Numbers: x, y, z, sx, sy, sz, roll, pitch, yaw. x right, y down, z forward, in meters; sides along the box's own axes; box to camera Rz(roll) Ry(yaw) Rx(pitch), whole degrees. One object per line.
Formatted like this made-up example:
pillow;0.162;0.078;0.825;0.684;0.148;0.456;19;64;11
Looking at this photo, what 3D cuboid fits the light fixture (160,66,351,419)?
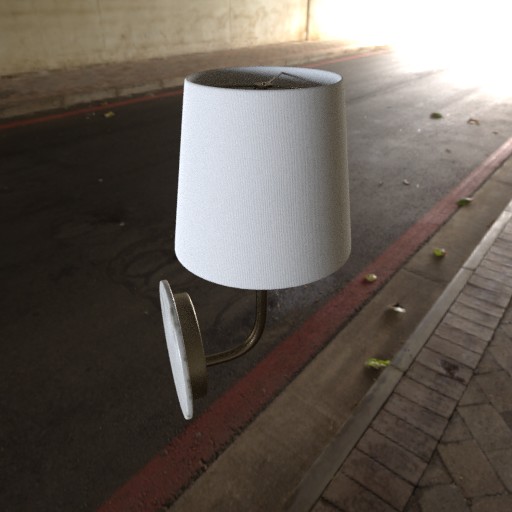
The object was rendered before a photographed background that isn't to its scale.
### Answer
light fixture;0.000;0.000;0.445;0.188;0.337;0.168;-10;32;-16
